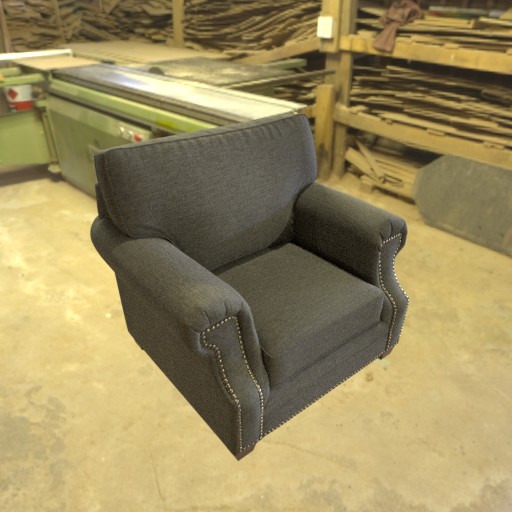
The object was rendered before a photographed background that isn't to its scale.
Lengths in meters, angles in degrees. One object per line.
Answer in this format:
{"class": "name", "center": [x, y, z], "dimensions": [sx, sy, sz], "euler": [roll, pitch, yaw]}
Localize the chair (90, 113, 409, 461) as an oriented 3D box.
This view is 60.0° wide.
{"class": "chair", "center": [0.000, 0.000, 1.861], "dimensions": [1.092, 0.961, 0.965], "euler": [-22, 37, -33]}
